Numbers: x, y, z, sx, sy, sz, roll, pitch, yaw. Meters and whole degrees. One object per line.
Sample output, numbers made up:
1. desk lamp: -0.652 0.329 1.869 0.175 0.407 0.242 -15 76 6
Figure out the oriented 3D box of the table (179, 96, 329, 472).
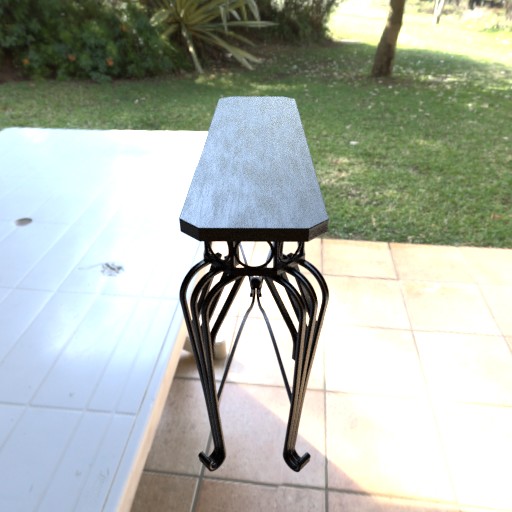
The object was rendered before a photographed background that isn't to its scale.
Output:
1. table: 0.000 0.000 1.498 0.329 0.800 1.112 0 32 0
